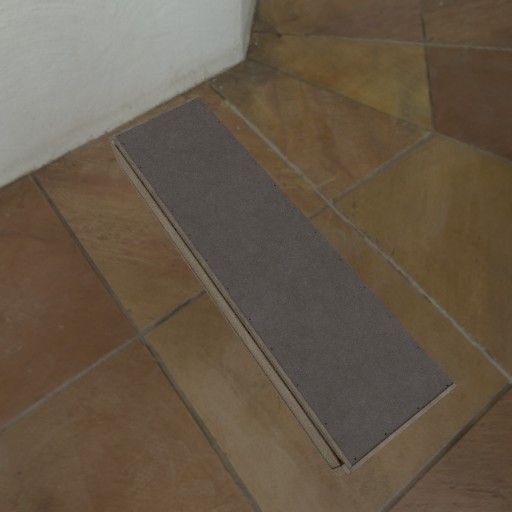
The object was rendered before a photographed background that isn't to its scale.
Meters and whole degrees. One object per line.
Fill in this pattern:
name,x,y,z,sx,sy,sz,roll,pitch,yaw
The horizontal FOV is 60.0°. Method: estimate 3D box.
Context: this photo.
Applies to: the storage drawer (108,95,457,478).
storage drawer,0.000,0.000,2.282,0.591,0.274,2.072,-31,66,-16
